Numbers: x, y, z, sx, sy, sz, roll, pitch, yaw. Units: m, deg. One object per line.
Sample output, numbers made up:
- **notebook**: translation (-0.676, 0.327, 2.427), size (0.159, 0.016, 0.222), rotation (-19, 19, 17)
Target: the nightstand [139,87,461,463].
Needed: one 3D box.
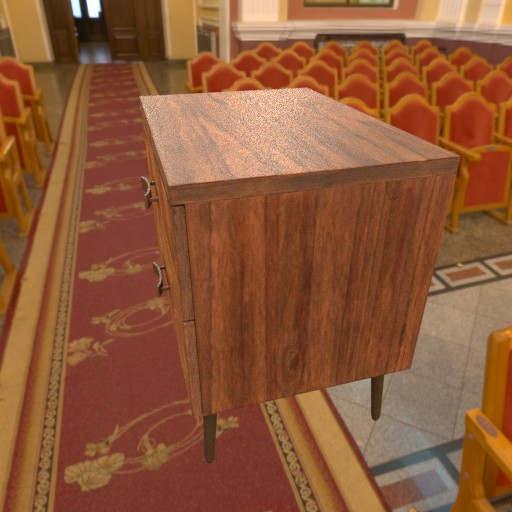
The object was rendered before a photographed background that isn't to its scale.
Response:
- **nightstand**: translation (0.000, 0.000, 1.010), size (0.458, 0.610, 0.610), rotation (-8, 31, -14)
